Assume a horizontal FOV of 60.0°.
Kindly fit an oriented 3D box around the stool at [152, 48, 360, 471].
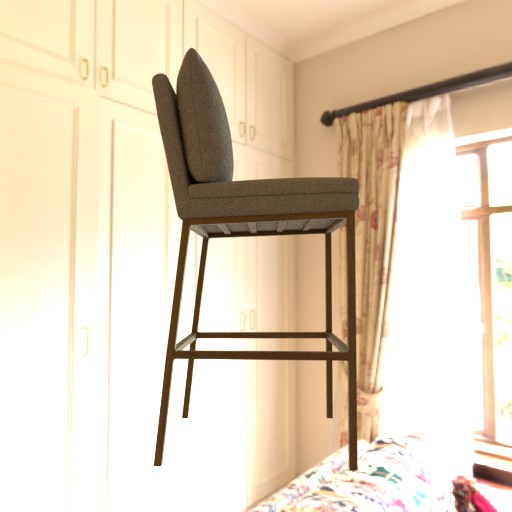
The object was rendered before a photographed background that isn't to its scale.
[{"bbox_3d":[0.000,0.000,1.400,0.569,1.132,0.463,0,-3,1],"label":"stool"}]
